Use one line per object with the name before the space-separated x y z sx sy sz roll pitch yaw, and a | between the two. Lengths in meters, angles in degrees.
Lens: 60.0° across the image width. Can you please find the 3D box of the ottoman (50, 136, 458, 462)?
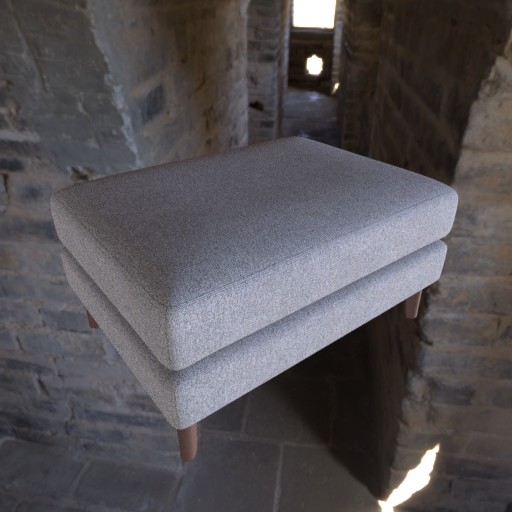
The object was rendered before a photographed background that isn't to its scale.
ottoman | 0.000 0.000 1.159 0.821 0.441 0.611 -22 37 -32
